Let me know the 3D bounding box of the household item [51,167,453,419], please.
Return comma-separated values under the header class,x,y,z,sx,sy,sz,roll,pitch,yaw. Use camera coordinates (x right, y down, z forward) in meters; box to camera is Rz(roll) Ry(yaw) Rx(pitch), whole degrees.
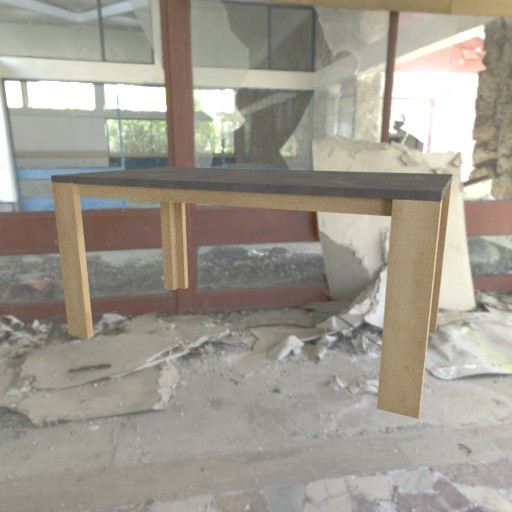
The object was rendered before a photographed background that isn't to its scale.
class,x,y,z,sx,sy,sz,roll,pitch,yaw
household item,0.000,0.000,2.089,1.600,0.755,0.850,7,16,24
